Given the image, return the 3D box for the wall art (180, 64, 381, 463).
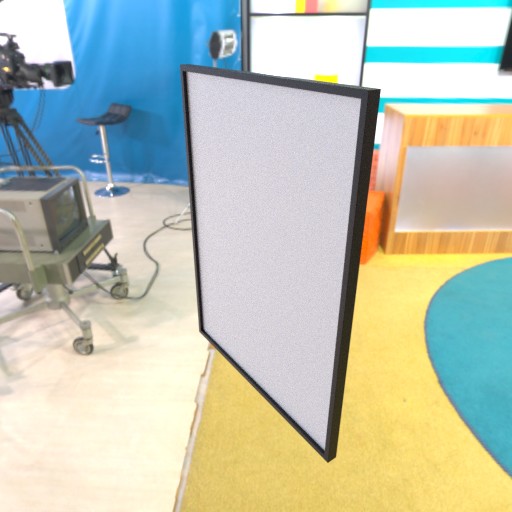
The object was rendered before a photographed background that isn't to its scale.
[{"bbox_3d":[0.000,0.000,1.401,0.036,1.070,0.802,-18,32,-31],"label":"wall art"}]
